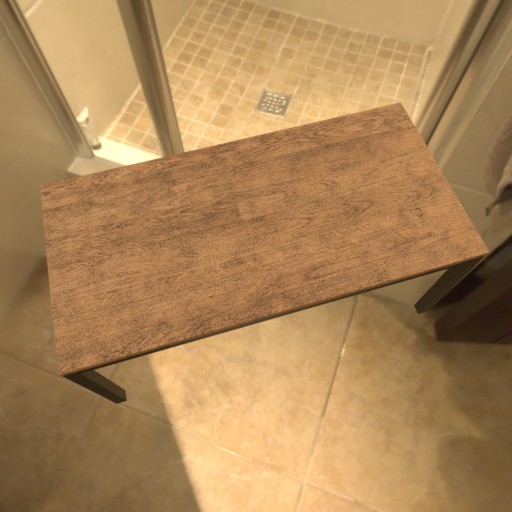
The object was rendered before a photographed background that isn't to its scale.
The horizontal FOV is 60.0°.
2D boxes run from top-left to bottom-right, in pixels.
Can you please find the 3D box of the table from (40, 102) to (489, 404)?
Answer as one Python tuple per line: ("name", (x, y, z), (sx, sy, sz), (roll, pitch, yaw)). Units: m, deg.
("table", (0.000, 0.000, 2.301), (1.805, 0.767, 0.893), (-15, 65, -7))
